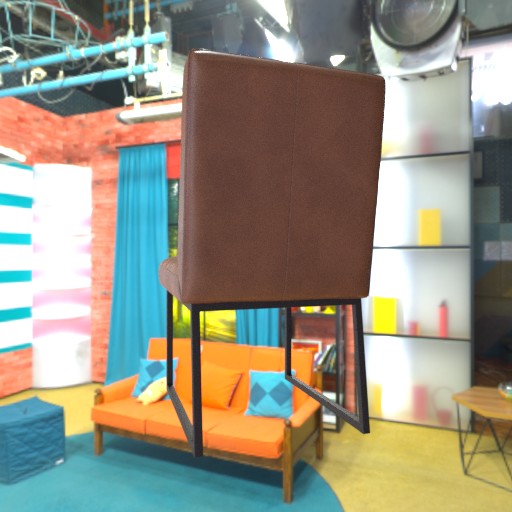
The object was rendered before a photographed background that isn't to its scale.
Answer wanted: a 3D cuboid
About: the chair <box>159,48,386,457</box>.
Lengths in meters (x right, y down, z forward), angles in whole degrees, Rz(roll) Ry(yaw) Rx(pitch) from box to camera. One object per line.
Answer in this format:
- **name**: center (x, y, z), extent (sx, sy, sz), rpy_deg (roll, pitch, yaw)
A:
- **chair**: center (0.000, 0.000, 1.334), extent (0.520, 0.930, 0.634), rpy_deg (0, 0, -18)
